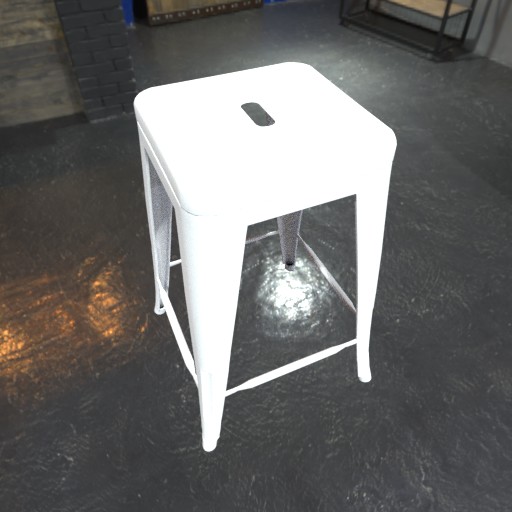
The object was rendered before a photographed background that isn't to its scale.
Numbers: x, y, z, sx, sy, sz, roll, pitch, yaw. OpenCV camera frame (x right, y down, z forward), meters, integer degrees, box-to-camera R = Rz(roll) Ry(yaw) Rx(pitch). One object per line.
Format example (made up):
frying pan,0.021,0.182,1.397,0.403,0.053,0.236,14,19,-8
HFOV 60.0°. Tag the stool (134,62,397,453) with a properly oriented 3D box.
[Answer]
stool,0.000,0.000,0.868,0.406,0.610,0.406,-18,48,-16
